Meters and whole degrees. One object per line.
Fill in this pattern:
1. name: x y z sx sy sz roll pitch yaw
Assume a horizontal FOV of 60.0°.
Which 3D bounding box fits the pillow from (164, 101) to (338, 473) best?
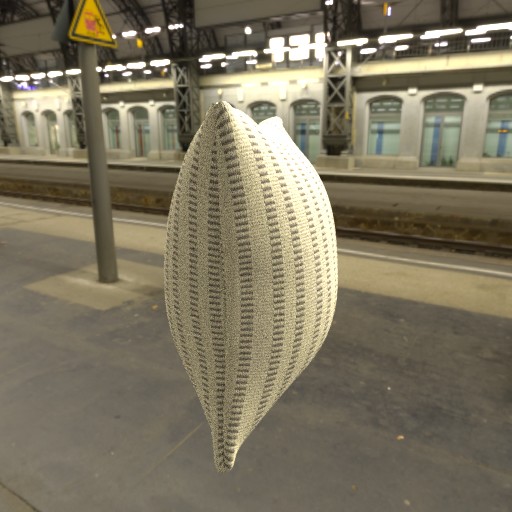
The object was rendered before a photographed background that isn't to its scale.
1. pillow: 0.000 0.000 0.672 0.247 0.419 0.438 3 15 9
